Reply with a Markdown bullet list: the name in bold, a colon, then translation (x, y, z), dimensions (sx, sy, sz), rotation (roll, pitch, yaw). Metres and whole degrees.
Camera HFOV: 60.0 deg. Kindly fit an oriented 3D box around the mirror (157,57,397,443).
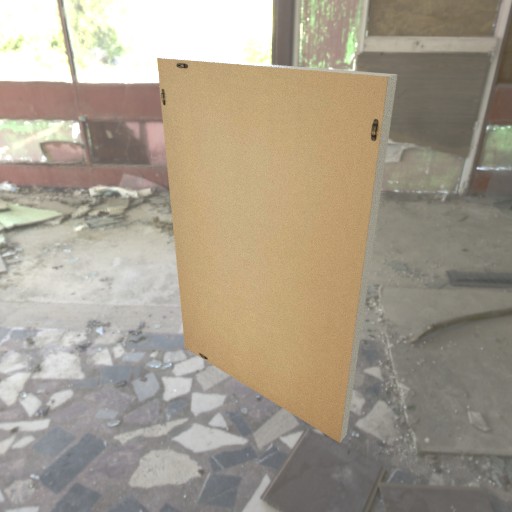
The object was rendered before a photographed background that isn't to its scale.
- **mirror**: translation (0.000, 0.000, 1.149), dimensions (0.609, 0.914, 0.041), rotation (21, 35, 34)
